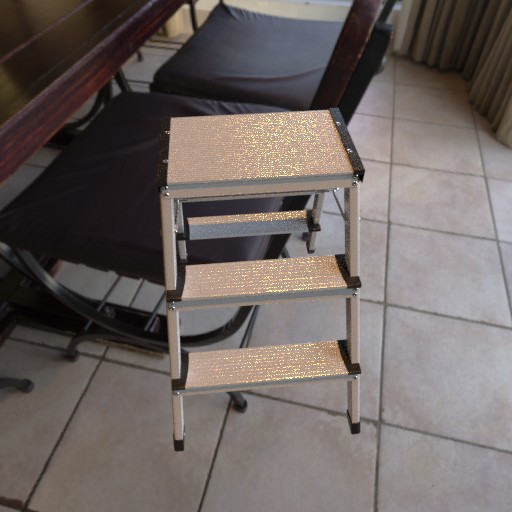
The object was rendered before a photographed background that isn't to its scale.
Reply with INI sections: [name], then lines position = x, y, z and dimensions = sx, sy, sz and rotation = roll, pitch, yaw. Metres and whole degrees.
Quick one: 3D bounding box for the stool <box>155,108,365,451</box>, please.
[stool]
position = 0.000, 0.000, 1.013
dimensions = 0.437, 0.605, 0.622
rotation = -4, 48, -4
